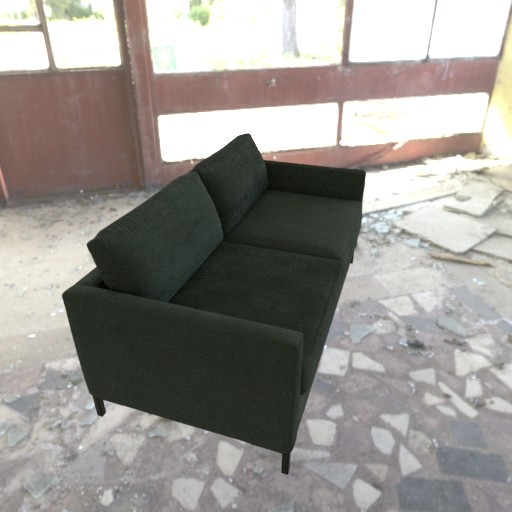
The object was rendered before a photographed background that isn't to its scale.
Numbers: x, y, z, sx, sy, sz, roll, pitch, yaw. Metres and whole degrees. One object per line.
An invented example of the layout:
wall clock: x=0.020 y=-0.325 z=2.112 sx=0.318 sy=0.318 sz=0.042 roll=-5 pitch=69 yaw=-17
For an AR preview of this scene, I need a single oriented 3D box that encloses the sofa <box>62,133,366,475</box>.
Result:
sofa: x=0.000 y=0.000 z=2.182 sx=0.875 sy=0.817 sz=1.676 roll=10 pitch=31 yaw=16
